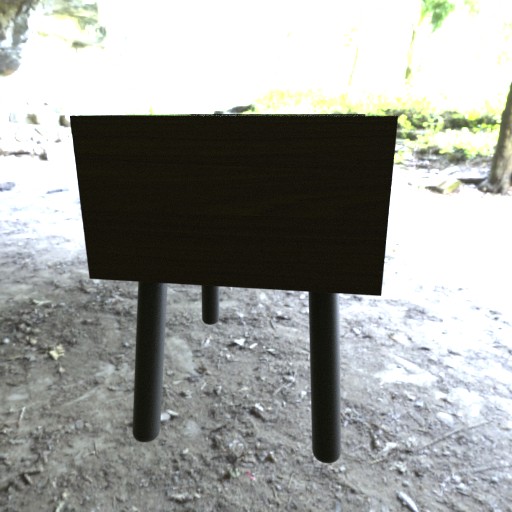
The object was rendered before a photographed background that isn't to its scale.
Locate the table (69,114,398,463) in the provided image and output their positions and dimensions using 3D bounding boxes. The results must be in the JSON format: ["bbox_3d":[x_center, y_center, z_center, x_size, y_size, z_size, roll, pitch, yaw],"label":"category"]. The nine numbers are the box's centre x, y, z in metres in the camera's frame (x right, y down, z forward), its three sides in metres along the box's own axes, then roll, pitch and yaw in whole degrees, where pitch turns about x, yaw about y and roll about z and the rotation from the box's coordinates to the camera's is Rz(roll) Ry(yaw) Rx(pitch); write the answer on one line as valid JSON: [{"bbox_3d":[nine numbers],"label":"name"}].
[{"bbox_3d":[0.000,0.000,0.772,0.370,0.470,0.450,3,18,8],"label":"table"}]
